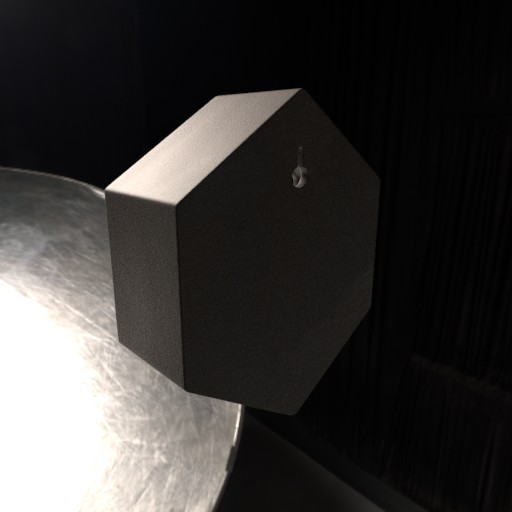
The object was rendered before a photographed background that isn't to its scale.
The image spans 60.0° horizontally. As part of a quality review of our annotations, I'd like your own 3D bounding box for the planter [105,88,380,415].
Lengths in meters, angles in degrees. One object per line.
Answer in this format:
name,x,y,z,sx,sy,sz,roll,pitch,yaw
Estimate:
planter,0.000,0.000,0.297,0.169,0.206,0.077,-14,21,-41
